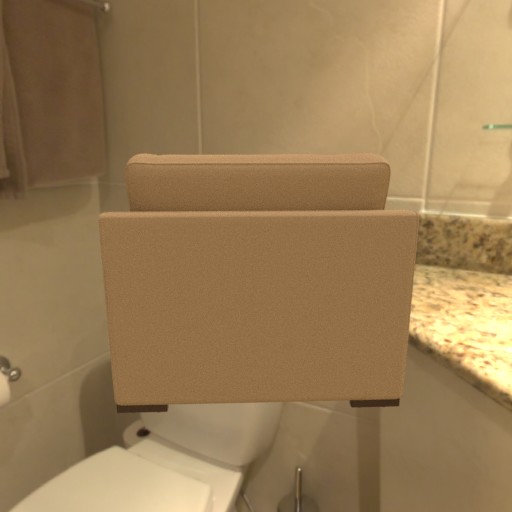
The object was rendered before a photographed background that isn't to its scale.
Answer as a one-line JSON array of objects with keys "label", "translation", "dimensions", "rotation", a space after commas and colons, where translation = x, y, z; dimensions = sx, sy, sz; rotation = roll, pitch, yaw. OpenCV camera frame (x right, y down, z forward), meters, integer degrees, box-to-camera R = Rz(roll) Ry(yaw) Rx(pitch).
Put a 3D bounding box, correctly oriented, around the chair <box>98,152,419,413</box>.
[{"label": "chair", "translation": [0.000, 0.000, 2.193], "dimensions": [1.293, 1.005, 1.274], "rotation": [-2, 14, -10]}]
